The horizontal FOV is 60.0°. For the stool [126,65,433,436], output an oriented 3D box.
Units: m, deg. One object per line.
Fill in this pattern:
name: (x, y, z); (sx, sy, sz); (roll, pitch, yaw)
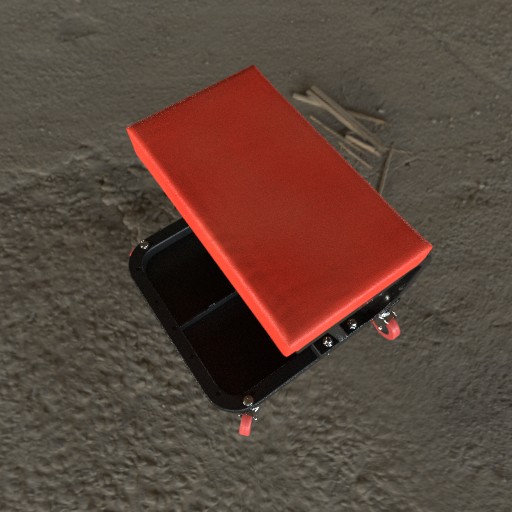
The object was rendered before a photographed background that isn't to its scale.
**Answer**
stool: (0.000, 0.000, 0.718); (0.371, 0.380, 0.446); (-32, 68, -15)
